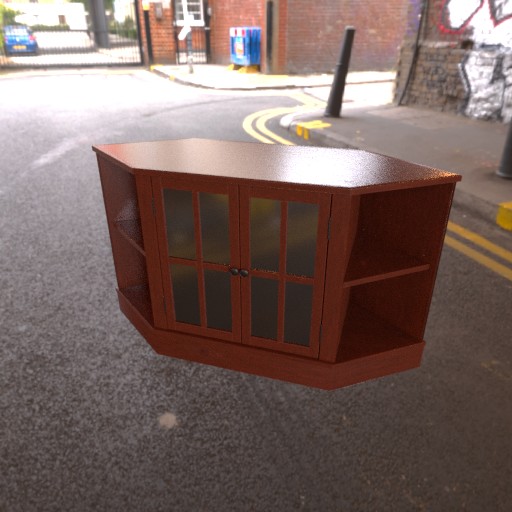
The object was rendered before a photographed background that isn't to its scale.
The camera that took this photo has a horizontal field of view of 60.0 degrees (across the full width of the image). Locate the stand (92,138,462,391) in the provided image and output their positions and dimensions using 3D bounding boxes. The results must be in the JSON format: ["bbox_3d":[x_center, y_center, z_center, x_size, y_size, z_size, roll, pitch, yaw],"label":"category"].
[{"bbox_3d":[0.000,0.000,1.380,1.072,0.614,0.381,8,28,15],"label":"stand"}]
